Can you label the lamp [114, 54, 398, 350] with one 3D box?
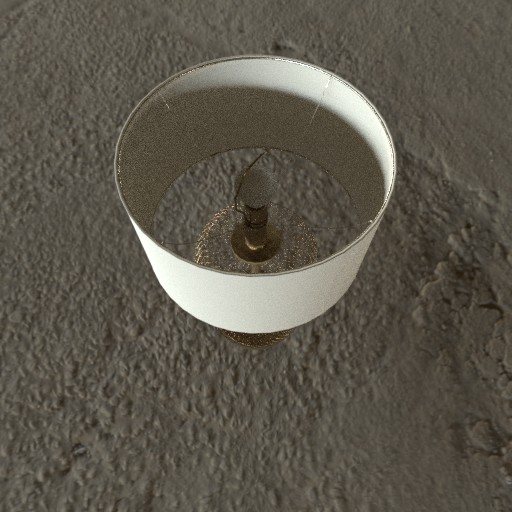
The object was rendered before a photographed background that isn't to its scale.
[{"bbox_3d":[0.000,0.000,0.812,0.353,0.578,0.353,0,63,0],"label":"lamp"}]
